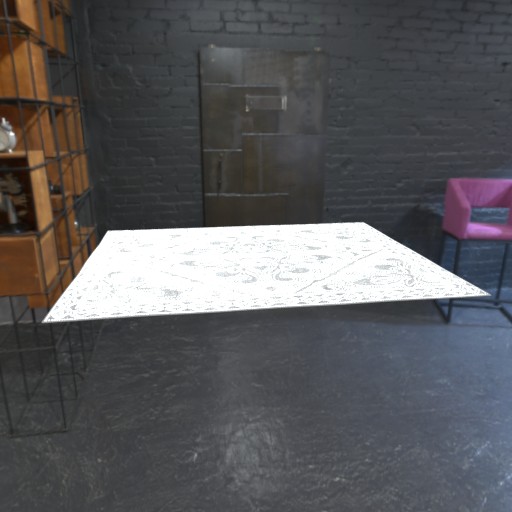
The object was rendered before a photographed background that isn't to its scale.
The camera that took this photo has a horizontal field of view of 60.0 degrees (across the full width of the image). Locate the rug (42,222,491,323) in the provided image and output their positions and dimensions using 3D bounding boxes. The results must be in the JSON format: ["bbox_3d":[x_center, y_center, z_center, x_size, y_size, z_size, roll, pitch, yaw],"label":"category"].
[{"bbox_3d":[0.000,0.000,4.078,3.048,0.012,2.438,-2,17,-8],"label":"rug"}]
